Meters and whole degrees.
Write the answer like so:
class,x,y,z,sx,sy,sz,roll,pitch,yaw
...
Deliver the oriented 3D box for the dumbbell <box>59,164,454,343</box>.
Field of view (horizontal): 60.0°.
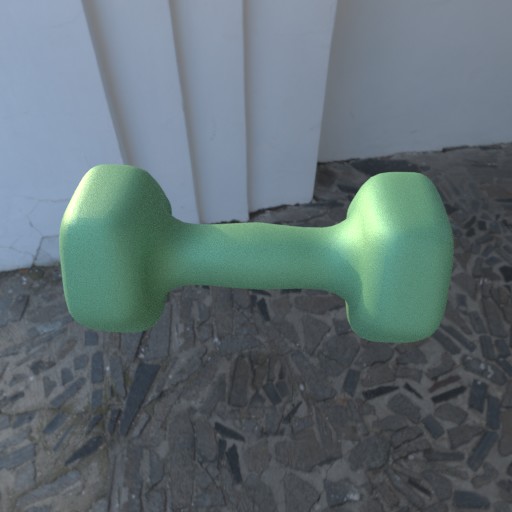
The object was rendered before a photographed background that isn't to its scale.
class,x,y,z,sx,sy,sz,roll,pitch,yaw
dumbbell,0.000,0.000,0.325,0.260,0.117,0.129,2,46,2
